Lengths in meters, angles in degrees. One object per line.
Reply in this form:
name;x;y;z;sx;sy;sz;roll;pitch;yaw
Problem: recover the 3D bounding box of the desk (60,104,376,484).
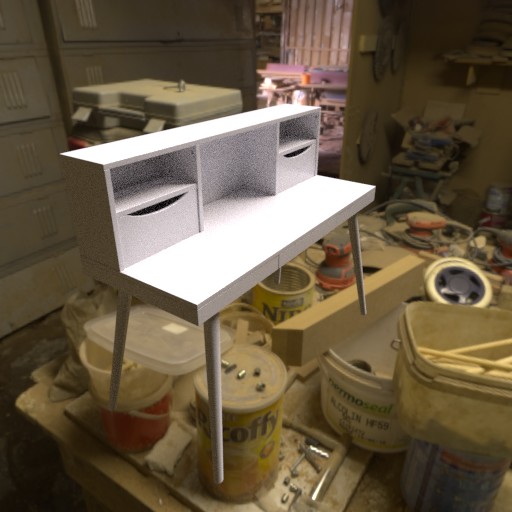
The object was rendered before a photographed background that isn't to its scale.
desk;0.000;0.000;1.775;0.559;0.990;1.199;18;32;31
